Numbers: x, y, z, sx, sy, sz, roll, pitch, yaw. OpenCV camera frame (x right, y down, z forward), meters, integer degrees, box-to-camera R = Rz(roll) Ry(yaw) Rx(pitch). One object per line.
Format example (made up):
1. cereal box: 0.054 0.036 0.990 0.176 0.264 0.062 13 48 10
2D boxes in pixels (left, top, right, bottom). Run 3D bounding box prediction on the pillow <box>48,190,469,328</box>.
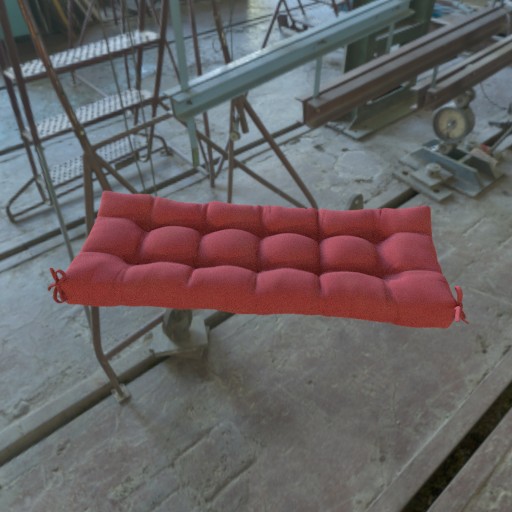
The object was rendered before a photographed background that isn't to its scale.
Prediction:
1. pillow: 0.000 0.000 1.362 1.194 0.174 0.511 3 45 3
